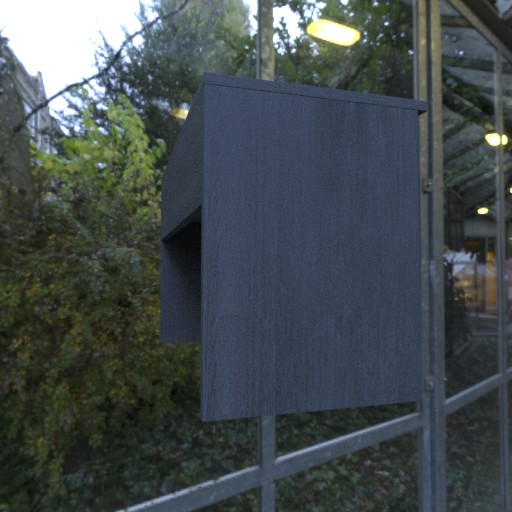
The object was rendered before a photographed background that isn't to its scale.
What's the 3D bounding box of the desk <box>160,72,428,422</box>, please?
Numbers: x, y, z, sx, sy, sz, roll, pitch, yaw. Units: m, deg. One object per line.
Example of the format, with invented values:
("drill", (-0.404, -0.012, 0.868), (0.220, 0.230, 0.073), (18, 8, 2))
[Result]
("desk", (0.000, 0.000, 1.527), (0.557, 0.729, 1.099), (1, -2, -17))
